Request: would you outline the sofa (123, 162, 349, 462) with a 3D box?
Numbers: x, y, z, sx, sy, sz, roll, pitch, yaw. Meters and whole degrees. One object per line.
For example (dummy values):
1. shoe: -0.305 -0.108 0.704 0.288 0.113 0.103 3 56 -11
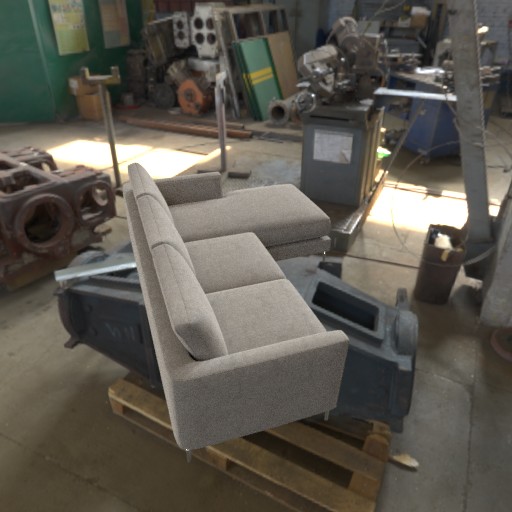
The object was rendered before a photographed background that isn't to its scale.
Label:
1. sofa: 0.000 0.000 3.183 1.626 0.864 2.438 -10 33 -16
